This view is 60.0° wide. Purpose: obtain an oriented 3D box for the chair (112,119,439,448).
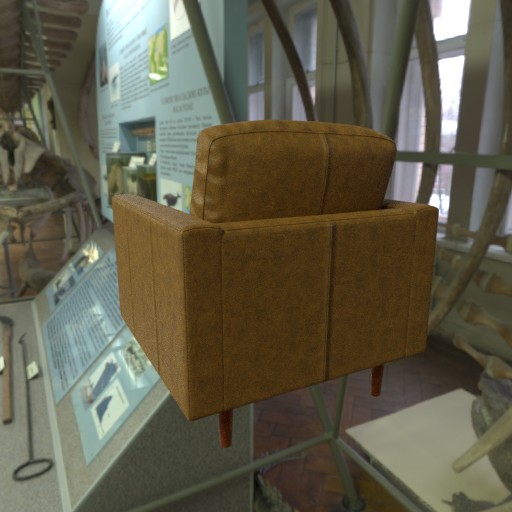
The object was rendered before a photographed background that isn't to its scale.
[{"bbox_3d":[0.000,0.000,1.688,0.890,0.956,0.909,-7,15,-27],"label":"chair"}]
